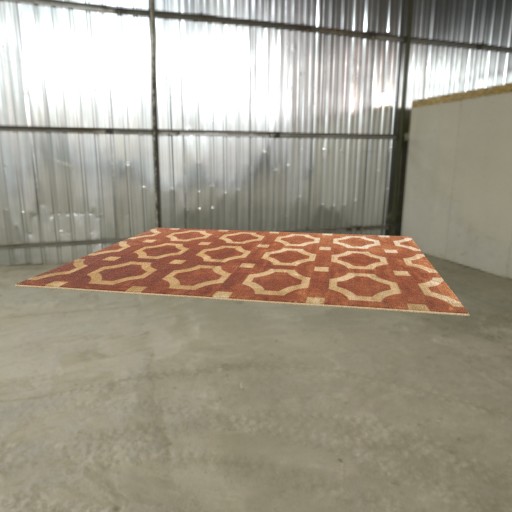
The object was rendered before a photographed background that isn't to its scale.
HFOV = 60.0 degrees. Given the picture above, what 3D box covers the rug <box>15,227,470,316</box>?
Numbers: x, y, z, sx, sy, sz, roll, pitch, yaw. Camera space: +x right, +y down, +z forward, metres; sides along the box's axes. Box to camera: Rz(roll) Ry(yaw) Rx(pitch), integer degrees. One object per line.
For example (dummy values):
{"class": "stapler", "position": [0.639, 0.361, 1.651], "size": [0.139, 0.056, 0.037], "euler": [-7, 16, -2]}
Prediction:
{"class": "rug", "position": [0.000, 0.000, 4.071], "size": [3.049, 0.021, 2.466], "euler": [3, 14, 11]}
